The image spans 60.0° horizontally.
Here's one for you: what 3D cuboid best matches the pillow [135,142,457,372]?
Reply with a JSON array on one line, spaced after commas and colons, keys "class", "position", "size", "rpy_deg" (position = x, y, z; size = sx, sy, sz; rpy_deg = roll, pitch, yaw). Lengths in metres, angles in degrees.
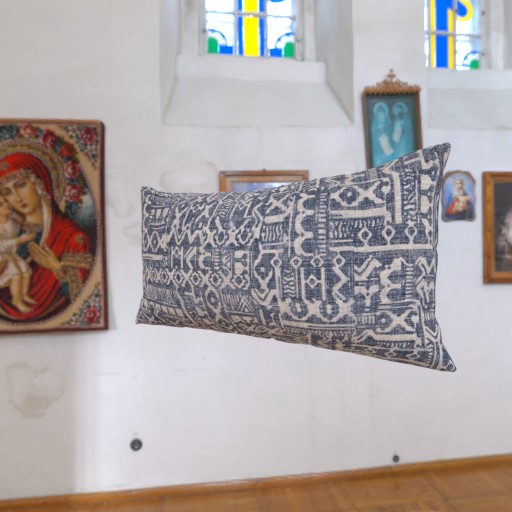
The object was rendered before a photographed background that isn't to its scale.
[{"class": "pillow", "position": [0.000, 0.000, 0.747], "size": [0.631, 0.292, 0.148], "rpy_deg": [0, 1, 37]}]
